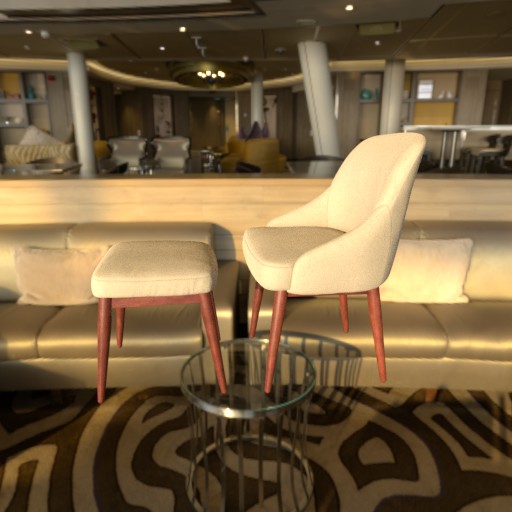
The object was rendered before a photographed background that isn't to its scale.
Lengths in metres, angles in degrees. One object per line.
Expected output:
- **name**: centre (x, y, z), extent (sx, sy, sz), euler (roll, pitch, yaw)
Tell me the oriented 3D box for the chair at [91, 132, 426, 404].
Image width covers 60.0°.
- **chair**: centre (0.000, 0.000, 1.616), extent (1.114, 0.866, 0.584), euler (-2, 16, -7)
